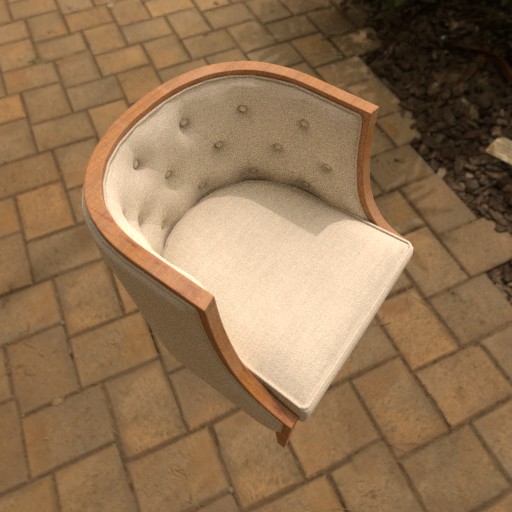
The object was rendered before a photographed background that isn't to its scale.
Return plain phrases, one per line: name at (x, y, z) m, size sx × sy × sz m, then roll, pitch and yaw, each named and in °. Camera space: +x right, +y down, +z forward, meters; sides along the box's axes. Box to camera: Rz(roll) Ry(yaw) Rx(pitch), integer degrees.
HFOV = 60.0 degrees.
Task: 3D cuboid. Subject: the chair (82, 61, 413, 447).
chair at (0.000, 0.000, 1.326) m, size 0.757 × 0.775 × 0.711 m, roll 32°, pitch 64°, yaw 18°
